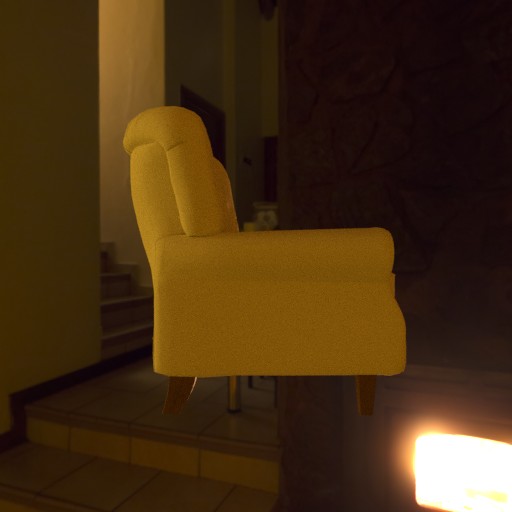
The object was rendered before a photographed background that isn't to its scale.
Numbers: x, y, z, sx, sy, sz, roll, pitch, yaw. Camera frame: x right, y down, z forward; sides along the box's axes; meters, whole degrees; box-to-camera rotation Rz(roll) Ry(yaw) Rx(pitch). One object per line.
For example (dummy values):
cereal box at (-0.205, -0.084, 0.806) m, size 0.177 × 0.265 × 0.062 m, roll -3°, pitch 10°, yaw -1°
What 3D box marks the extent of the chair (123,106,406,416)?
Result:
chair at (0.000, 0.000, 2.031) m, size 1.132 × 1.169 × 1.035 m, roll 0°, pitch 1°, yaw 1°
